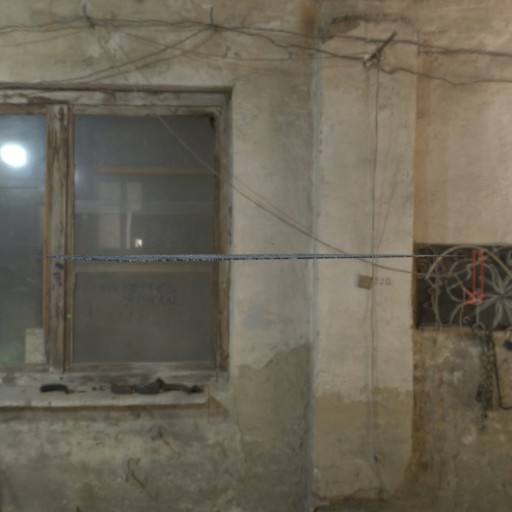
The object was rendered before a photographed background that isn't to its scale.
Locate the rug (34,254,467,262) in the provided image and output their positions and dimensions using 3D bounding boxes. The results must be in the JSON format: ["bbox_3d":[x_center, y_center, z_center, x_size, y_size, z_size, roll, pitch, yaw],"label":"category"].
[{"bbox_3d":[0.000,0.000,2.244,1.828,0.005,1.219,-1,1,-37],"label":"rug"}]
